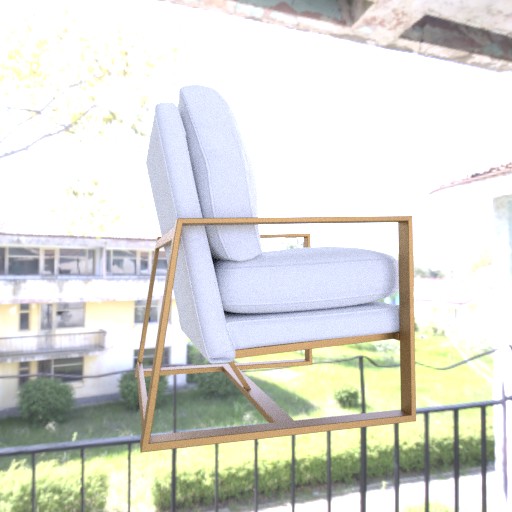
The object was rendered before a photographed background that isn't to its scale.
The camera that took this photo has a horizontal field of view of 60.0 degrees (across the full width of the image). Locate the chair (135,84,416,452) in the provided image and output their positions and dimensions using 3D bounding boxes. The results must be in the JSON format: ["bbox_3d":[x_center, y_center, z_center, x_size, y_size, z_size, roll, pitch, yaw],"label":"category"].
[{"bbox_3d":[0.000,0.000,1.572,0.813,0.966,0.805,0,-1,-16],"label":"chair"}]
